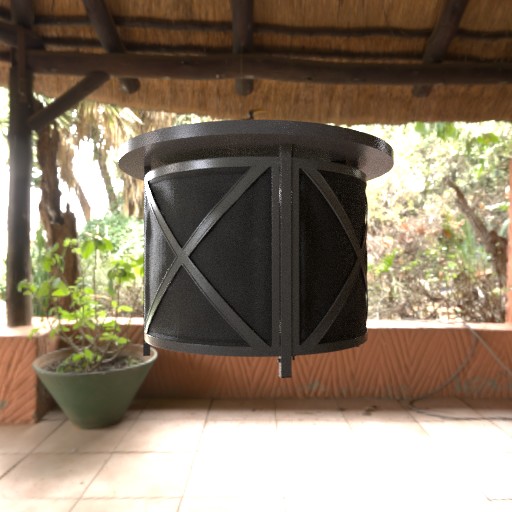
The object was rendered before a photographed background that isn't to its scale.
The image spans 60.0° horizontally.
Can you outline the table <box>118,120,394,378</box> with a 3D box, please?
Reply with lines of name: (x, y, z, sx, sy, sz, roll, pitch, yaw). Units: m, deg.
table: (0.000, 0.000, 1.532, 0.914, 0.650, 0.914, 0, -1, 0)
